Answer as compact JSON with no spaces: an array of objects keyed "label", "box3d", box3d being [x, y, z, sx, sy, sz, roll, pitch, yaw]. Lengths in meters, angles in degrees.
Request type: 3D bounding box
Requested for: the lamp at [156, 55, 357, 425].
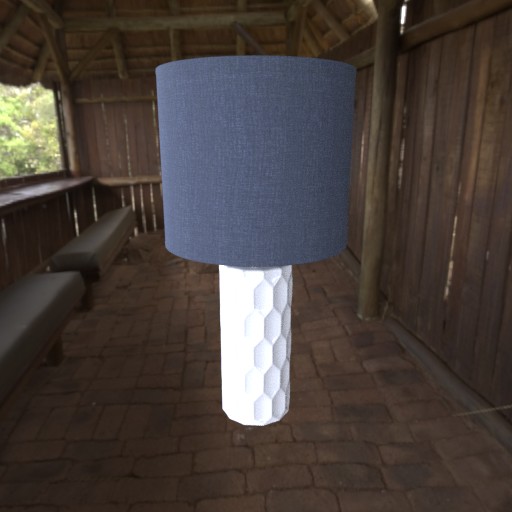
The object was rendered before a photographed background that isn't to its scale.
[{"label":"lamp","box3d":[0.000,0.000,0.695,0.277,0.537,0.277,-8,17,-26]}]
